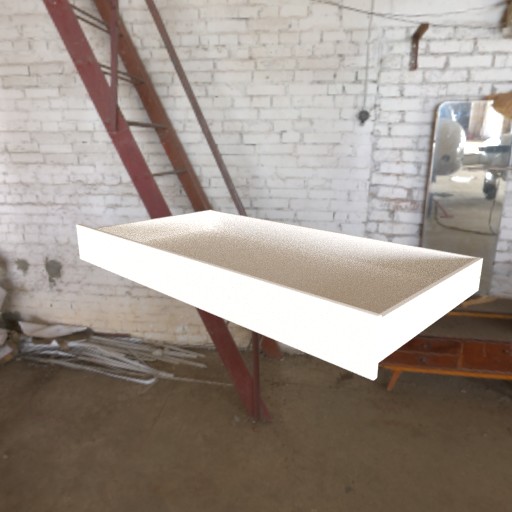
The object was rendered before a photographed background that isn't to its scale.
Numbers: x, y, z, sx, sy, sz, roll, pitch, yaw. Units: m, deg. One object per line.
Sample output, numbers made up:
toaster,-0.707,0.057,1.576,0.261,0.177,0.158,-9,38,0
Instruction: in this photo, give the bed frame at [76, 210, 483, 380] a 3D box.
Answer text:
bed frame,0.000,0.000,1.545,1.300,0.141,0.670,14,21,42
